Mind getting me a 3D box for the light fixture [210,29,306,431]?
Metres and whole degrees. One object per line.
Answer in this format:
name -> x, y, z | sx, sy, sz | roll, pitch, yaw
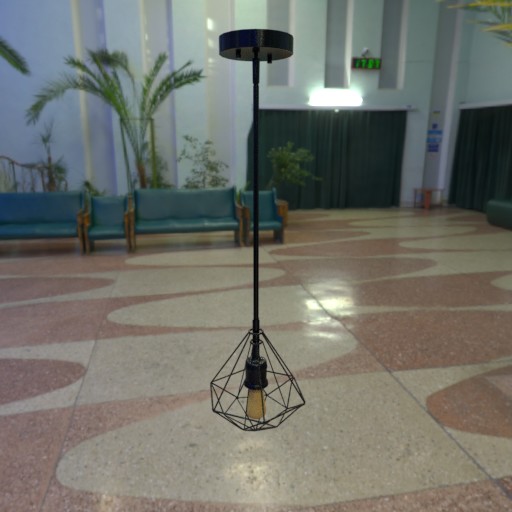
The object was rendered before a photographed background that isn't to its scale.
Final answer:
light fixture -> 0.000, 0.000, 1.958 | 0.431, 1.764, 0.487 | -2, 14, -8
